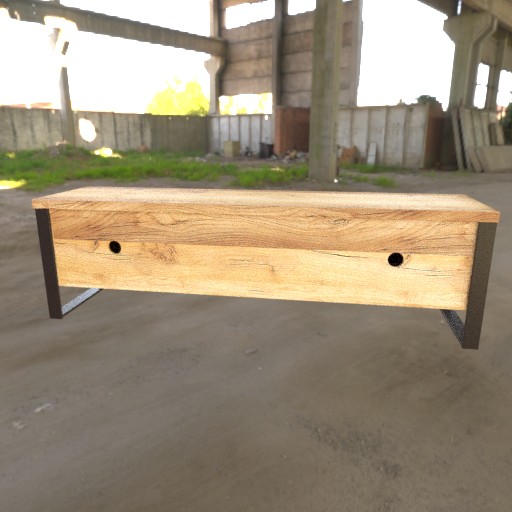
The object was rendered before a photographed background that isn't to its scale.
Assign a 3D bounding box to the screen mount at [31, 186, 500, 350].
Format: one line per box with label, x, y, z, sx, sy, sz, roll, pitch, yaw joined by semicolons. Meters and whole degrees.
screen mount;0.000;0.000;1.674;1.524;0.450;0.395;3;16;9
